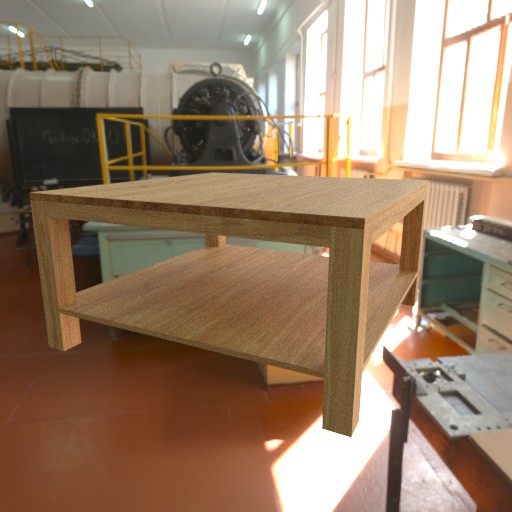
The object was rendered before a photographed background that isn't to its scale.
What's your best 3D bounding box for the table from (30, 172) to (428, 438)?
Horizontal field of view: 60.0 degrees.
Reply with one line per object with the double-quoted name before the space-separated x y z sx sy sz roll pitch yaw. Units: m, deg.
"table" 0.000 0.000 1.428 0.900 0.450 0.900 7 16 26
